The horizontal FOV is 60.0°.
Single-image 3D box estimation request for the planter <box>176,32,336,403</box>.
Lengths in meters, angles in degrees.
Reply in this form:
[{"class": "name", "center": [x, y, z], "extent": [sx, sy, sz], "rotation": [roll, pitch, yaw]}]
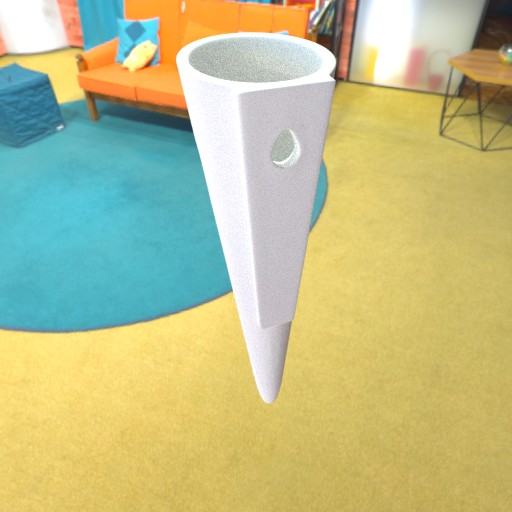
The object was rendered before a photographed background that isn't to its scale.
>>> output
[{"class": "planter", "center": [0.000, 0.000, 0.225], "extent": [0.057, 0.193, 0.064], "rotation": [-13, 43, -14]}]
